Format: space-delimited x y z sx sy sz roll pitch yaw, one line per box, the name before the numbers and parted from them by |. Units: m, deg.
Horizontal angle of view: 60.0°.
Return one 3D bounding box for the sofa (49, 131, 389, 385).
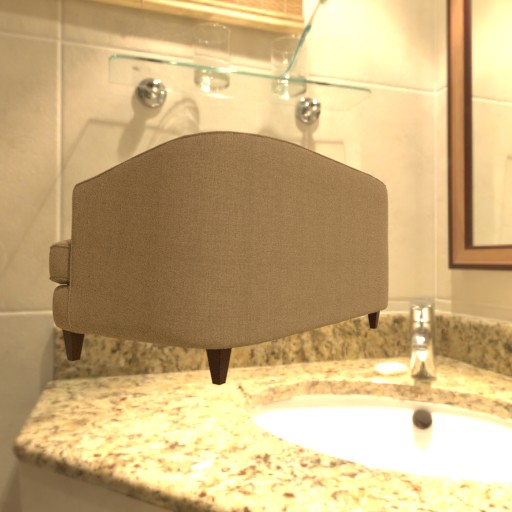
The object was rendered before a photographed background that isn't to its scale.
sofa | 0.000 0.000 2.255 0.941 0.855 1.733 0 0 35
